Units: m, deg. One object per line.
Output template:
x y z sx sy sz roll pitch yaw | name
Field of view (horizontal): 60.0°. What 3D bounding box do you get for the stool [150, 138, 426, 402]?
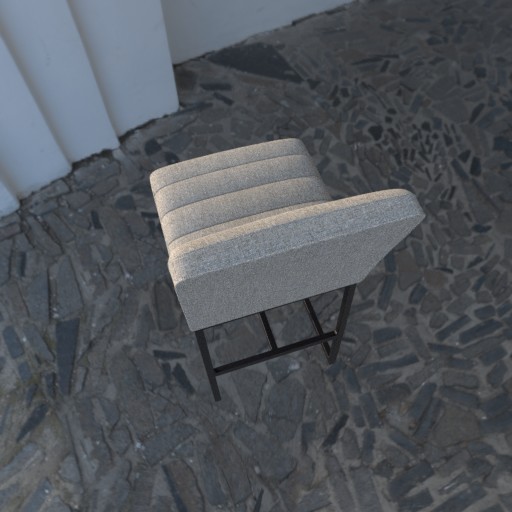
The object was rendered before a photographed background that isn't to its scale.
0.000 0.000 1.251 0.460 0.940 0.560 -15 59 -9 | stool
